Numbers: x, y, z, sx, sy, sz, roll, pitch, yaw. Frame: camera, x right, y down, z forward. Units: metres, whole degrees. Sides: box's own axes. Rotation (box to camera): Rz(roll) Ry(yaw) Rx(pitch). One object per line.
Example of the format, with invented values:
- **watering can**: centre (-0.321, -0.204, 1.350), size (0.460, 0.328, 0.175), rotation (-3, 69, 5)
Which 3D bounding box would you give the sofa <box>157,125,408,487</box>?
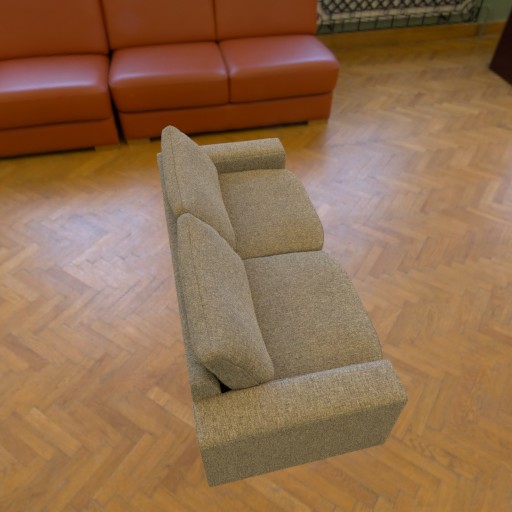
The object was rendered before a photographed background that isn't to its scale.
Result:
- **sofa**: centre (0.000, 0.000, 2.809), size (1.040, 0.922, 2.299), rotation (-10, 47, -9)
